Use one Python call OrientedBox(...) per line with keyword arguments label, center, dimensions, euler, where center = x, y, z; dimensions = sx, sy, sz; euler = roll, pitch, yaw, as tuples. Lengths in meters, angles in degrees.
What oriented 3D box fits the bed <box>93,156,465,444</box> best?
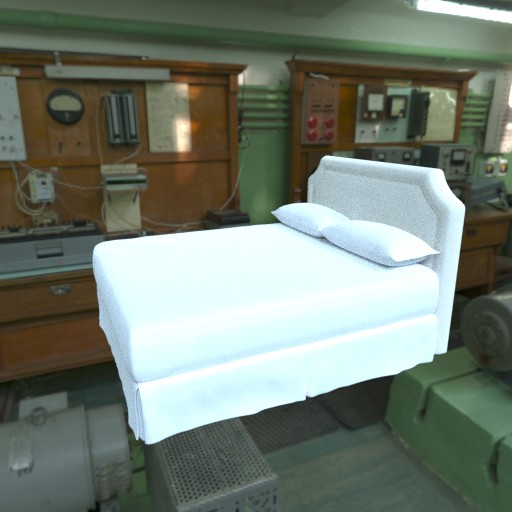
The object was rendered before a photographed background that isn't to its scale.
OrientedBox(label="bed", center=(0.000, 0.000, 3.839), dimensions=(2.548, 1.524, 2.134), euler=(-8, 19, -24))
